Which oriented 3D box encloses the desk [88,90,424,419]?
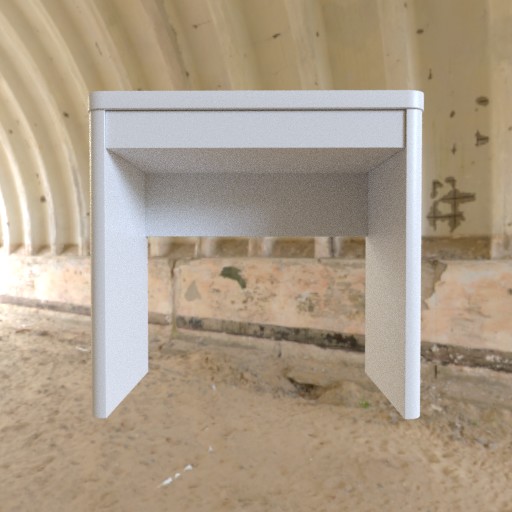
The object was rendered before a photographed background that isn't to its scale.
[{"bbox_3d":[0.000,0.000,1.236,0.790,0.760,0.446,0,1,0],"label":"desk"}]
